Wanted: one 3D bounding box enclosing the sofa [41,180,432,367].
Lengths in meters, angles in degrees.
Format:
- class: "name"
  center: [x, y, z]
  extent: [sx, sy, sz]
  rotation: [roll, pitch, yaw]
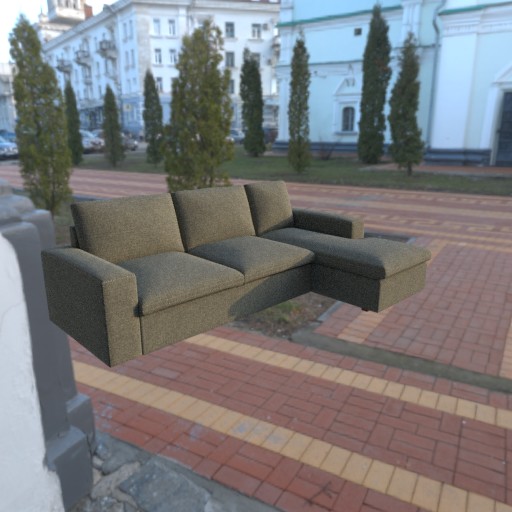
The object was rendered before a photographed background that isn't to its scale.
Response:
- class: "sofa"
  center: [0.000, 0.000, 3.564]
  extent: [2.718, 0.940, 1.689]
  rotation: [-15, 21, -42]
